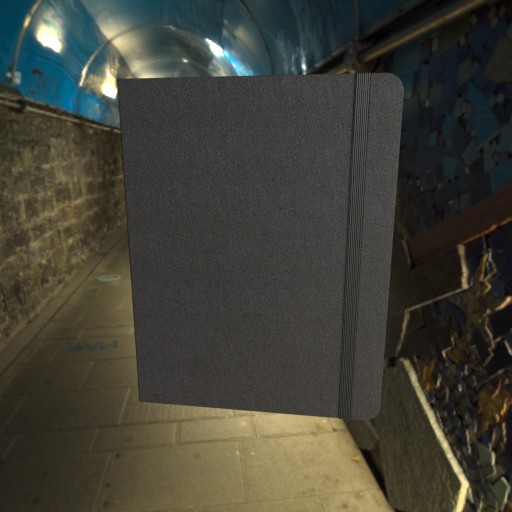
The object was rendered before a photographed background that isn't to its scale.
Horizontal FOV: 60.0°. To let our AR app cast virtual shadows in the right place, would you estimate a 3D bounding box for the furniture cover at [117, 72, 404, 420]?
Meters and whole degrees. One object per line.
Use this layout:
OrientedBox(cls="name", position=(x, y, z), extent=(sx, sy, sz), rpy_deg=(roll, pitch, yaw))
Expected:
OrientedBox(cls="furniture cover", position=(0.000, 0.000, 0.371), extent=(0.216, 0.281, 0.023), rpy_deg=(2, 14, 8))
